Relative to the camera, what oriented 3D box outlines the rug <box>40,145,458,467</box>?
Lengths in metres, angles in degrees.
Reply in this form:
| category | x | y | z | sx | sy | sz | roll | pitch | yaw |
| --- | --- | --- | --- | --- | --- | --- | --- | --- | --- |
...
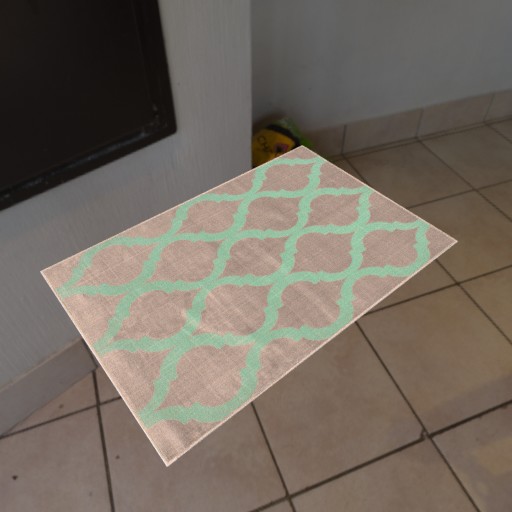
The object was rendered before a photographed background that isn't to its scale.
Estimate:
| category | x | y | z | sx | sy | sz | roll | pitch | yaw |
| --- | --- | --- | --- | --- | --- | --- | --- | --- | --- |
| rug | 0.000 | 0.000 | 2.904 | 2.286 | 0.006 | 1.524 | -31 | 54 | -26 |
